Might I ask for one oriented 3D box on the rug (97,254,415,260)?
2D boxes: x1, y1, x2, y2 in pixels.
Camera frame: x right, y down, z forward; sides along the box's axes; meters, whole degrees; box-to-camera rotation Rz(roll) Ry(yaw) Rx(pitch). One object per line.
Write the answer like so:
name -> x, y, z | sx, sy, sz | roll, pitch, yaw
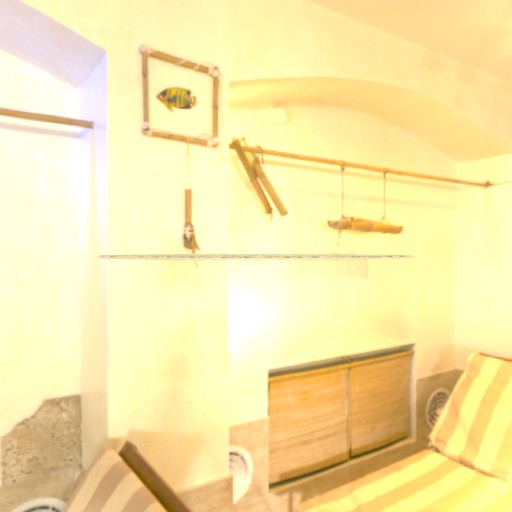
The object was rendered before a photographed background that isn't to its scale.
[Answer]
rug -> 0.000, 0.000, 2.358 | 1.593, 0.012, 1.593 | 0, 1, 0
